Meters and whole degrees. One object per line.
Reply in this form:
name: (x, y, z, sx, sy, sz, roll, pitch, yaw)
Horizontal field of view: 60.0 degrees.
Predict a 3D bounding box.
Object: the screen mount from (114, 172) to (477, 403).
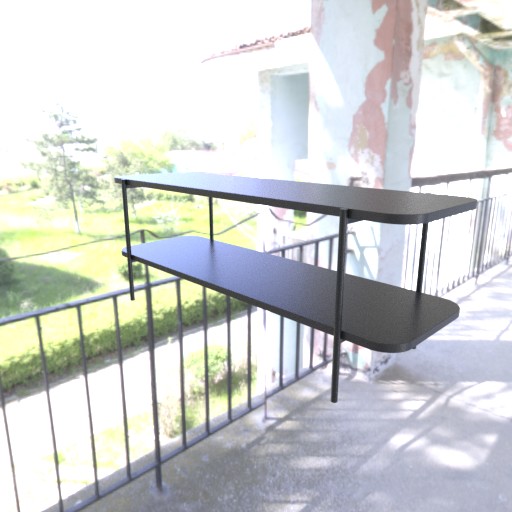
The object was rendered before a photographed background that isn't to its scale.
screen mount: (0.000, 0.000, 1.409, 0.400, 0.447, 1.200, -14, 21, -42)
